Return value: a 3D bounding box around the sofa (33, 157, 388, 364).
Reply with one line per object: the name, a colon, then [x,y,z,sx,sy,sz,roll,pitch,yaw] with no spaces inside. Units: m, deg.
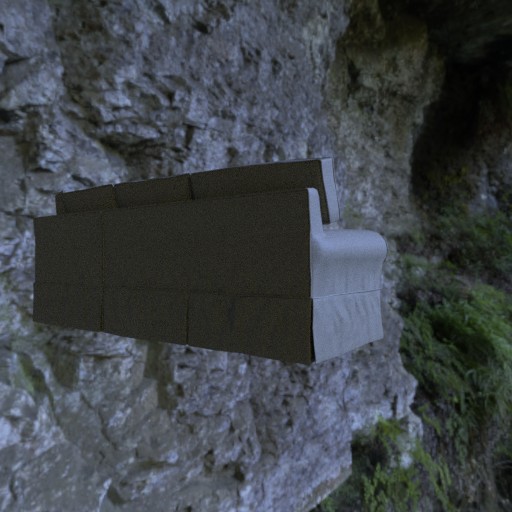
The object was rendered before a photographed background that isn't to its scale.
sofa: [0.000,0.000,3.886,2.618,1.081,2.623,0,-1,36]
